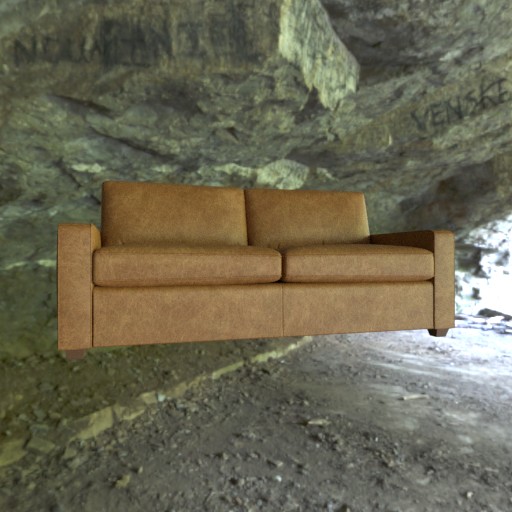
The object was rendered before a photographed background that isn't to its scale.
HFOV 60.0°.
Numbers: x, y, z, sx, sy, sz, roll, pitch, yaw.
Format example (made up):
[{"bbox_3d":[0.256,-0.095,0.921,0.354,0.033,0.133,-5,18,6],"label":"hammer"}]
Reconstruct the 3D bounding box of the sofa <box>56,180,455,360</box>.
[{"bbox_3d":[0.000,0.000,2.689,2.156,0.928,0.991,0,0,-16],"label":"sofa"}]
